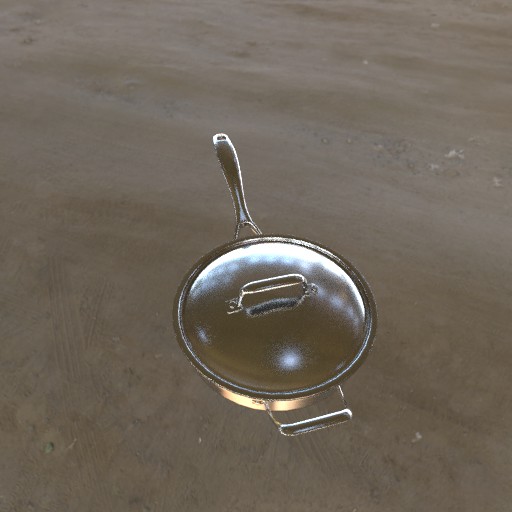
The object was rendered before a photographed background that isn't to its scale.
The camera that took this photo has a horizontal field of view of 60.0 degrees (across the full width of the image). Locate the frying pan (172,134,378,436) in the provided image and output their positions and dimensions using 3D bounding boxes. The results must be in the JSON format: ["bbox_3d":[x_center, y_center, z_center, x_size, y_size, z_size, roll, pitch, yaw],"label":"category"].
[{"bbox_3d":[0.000,0.000,0.682,0.280,0.114,0.561,-11,48,-10],"label":"frying pan"}]
